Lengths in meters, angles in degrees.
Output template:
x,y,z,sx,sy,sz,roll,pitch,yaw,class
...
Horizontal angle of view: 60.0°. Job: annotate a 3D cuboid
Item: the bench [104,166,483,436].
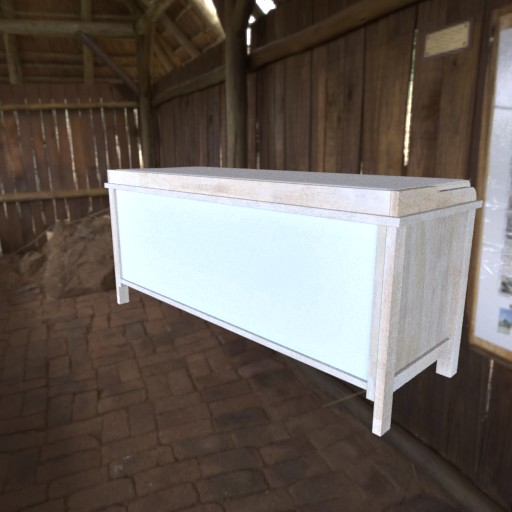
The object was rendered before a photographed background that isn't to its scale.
x,y,z,sx,sy,sz,roll,pitch,yaw,class
0.000,0.000,1.365,0.398,0.501,1.140,-13,19,-43,bench
